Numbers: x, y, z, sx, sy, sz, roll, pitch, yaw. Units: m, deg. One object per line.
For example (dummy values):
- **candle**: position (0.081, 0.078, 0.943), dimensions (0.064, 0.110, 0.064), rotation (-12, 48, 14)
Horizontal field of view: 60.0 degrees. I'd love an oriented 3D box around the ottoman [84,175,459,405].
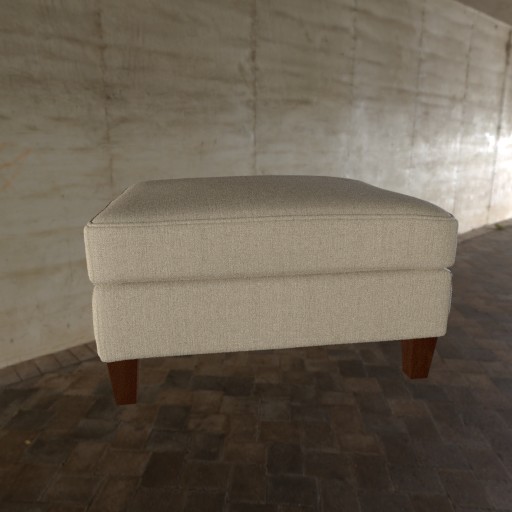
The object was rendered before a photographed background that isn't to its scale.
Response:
- **ottoman**: position (0.000, 0.000, 1.369), dimensions (0.838, 0.478, 0.838), rotation (-2, 15, -9)
